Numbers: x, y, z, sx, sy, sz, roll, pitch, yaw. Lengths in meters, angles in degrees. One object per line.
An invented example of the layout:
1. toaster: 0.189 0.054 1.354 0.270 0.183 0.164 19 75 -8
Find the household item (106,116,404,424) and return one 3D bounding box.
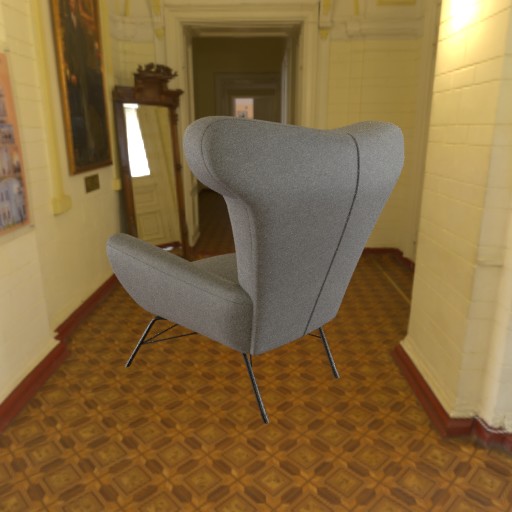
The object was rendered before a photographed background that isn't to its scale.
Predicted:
1. household item: 0.000 0.000 1.788 0.980 1.050 0.900 -15 21 -42
